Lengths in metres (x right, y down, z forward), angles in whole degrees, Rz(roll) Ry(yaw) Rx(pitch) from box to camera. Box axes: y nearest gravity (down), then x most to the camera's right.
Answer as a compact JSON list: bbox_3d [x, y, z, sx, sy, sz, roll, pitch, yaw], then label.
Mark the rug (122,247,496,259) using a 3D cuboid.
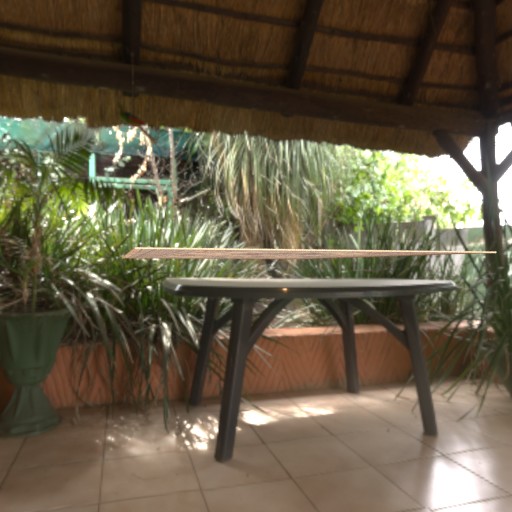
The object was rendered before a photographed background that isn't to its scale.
[{"bbox_3d":[0.000,0.000,2.852,1.611,0.008,2.227,0,-1,-18],"label":"rug"}]
